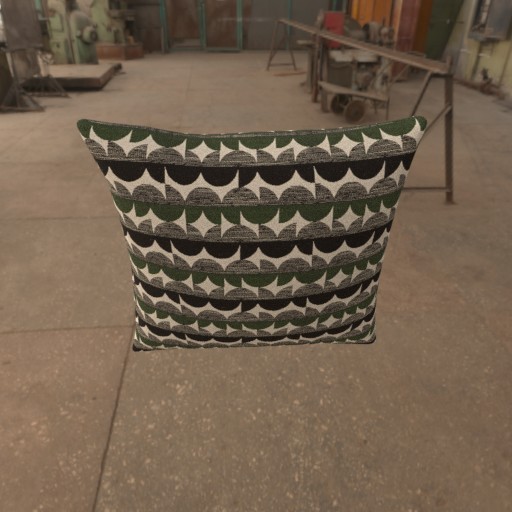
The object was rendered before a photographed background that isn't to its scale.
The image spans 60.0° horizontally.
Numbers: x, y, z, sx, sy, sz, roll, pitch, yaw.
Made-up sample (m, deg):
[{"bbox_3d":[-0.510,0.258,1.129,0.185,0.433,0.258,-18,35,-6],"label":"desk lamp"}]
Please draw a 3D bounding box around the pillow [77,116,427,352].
[{"bbox_3d":[0.000,0.000,0.640,0.419,0.404,0.180,-1,31,-2],"label":"pillow"}]
